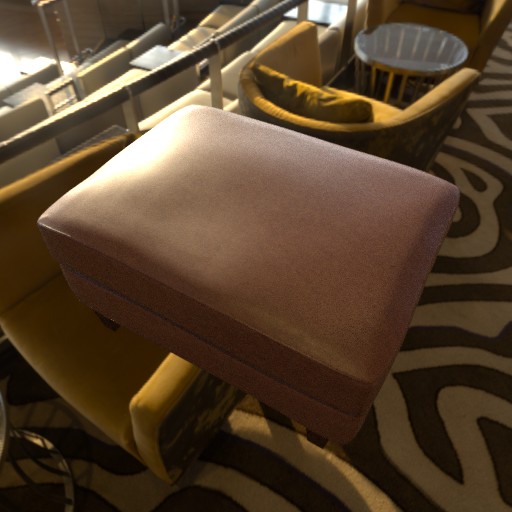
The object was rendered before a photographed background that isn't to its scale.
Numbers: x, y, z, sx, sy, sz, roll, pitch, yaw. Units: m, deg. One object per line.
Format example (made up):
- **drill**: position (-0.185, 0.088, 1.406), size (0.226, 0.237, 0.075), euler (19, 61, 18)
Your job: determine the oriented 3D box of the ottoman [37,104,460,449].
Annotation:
- **ottoman**: position (0.000, 0.000, 1.207), size (0.851, 0.485, 0.650), euler (23, 52, 20)
